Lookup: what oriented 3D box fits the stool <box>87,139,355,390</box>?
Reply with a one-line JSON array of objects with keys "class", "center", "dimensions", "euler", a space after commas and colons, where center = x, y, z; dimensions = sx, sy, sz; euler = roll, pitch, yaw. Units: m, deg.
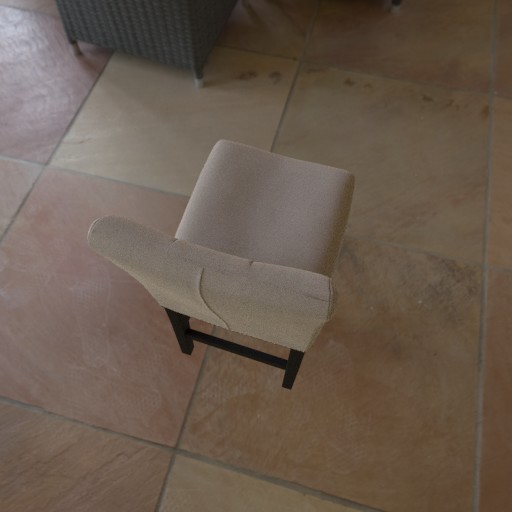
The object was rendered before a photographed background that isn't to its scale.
[{"class": "stool", "center": [0.000, 0.000, 1.190], "dimensions": [0.427, 0.885, 0.571], "euler": [16, 64, 8]}]
